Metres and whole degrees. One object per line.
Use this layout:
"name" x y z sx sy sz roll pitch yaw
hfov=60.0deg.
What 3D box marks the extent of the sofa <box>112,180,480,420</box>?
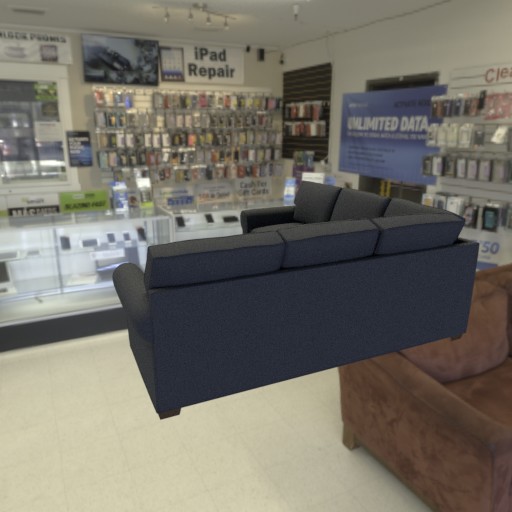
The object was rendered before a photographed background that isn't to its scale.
"sofa" 0.000 0.000 3.963 2.562 1.042 2.487 -7 18 -24
